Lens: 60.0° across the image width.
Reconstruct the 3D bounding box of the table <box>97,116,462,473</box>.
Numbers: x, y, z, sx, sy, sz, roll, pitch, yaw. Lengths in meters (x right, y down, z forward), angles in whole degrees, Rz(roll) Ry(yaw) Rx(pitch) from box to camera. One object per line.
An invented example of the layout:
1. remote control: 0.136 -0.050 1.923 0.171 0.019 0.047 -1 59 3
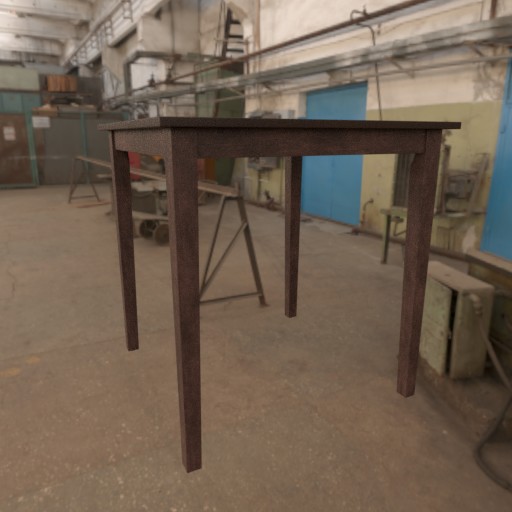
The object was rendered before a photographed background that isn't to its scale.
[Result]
1. table: 0.000 0.000 1.345 0.749 0.770 0.749 -8 17 -26
